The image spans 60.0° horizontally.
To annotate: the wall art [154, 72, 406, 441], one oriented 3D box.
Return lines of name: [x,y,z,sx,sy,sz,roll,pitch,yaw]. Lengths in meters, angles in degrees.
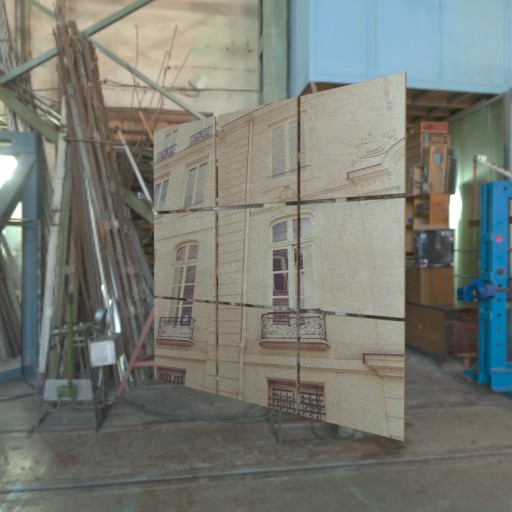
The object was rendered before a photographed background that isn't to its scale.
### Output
wall art: [0.000,0.000,2.281,1.526,1.522,0.023,1,1,36]
